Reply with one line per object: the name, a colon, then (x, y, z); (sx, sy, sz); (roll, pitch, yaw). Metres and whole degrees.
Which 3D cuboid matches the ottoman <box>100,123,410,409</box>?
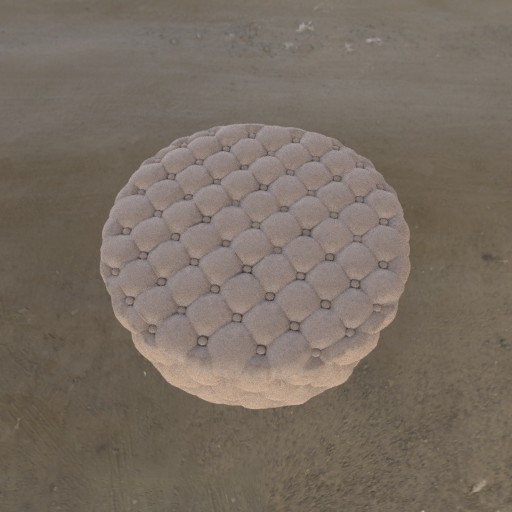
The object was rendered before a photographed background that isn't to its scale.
ottoman: (0.000, 0.000, 1.551); (0.998, 0.399, 0.998); (0, 58, 0)
